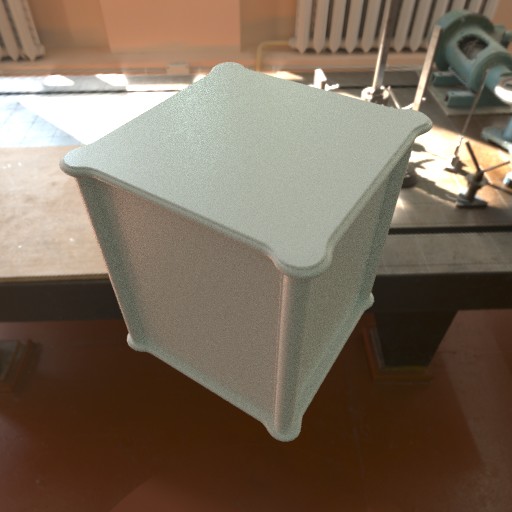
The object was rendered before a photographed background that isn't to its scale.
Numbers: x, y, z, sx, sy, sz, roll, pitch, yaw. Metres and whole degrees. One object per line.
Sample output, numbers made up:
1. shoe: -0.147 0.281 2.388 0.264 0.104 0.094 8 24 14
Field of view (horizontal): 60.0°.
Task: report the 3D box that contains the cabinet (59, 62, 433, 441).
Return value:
1. cabinet: 0.000 0.000 1.252 0.628 0.761 0.627 25 50 22
